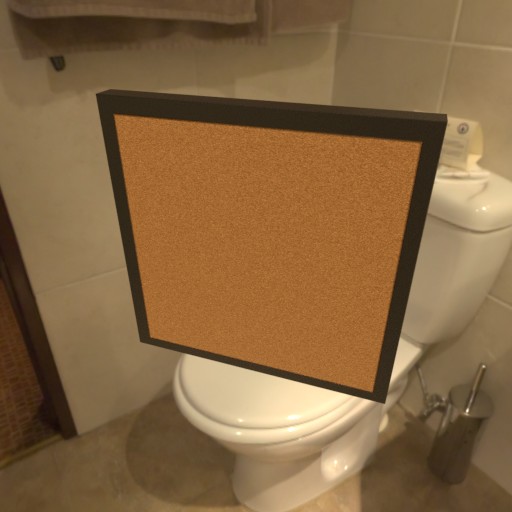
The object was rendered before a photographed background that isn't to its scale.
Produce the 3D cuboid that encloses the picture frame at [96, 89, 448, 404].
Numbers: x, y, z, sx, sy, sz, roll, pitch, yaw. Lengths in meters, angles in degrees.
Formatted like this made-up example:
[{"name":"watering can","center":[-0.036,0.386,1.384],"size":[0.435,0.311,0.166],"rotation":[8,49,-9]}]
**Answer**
[{"name":"picture frame","center":[0.000,0.000,0.529],"size":[0.355,0.353,0.029],"rotation":[10,33,16]}]
